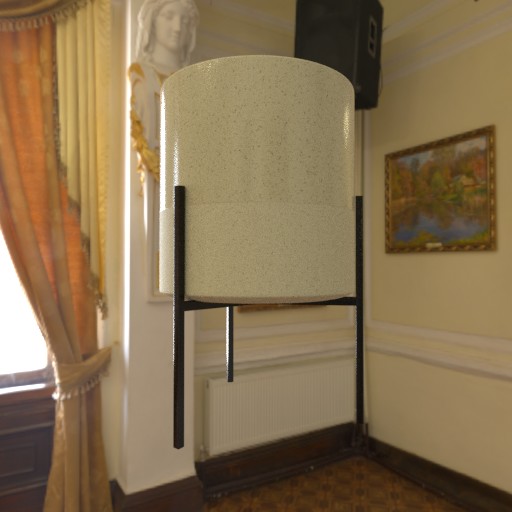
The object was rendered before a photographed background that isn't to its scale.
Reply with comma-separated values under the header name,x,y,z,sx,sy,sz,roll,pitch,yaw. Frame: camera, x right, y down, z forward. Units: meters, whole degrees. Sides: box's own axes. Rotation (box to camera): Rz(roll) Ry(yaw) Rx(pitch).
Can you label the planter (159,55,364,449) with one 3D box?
name,x,y,z,sx,sy,sz,roll,pitch,yaw
planter,0.000,0.000,0.548,0.234,0.390,0.243,0,-1,-19
